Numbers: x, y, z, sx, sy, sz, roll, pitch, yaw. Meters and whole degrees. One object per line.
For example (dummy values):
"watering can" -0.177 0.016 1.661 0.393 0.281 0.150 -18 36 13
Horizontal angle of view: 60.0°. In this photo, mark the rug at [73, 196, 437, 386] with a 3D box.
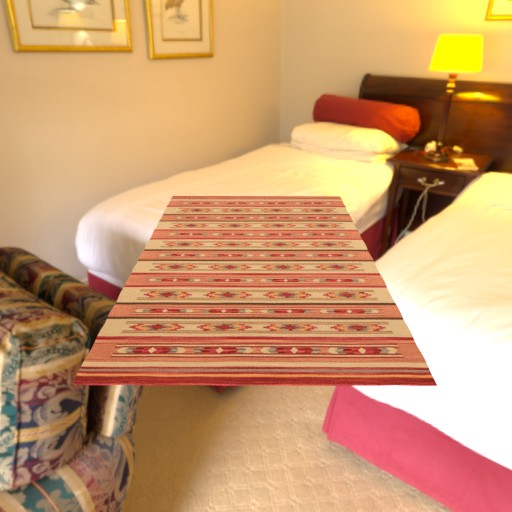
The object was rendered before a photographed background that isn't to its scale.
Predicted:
"rug" 0.000 0.000 2.943 1.535 0.010 2.431 0 26 0
